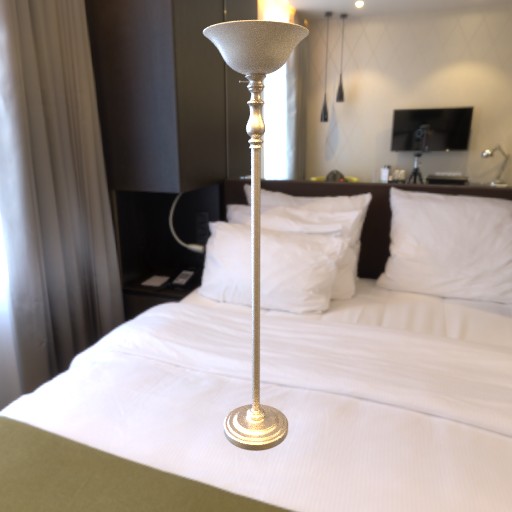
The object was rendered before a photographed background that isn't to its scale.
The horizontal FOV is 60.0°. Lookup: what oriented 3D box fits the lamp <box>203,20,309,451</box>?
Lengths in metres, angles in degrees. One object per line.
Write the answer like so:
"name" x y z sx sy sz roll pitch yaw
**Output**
"lamp" 0.000 0.000 1.934 0.405 1.771 0.405 -3 15 -10
